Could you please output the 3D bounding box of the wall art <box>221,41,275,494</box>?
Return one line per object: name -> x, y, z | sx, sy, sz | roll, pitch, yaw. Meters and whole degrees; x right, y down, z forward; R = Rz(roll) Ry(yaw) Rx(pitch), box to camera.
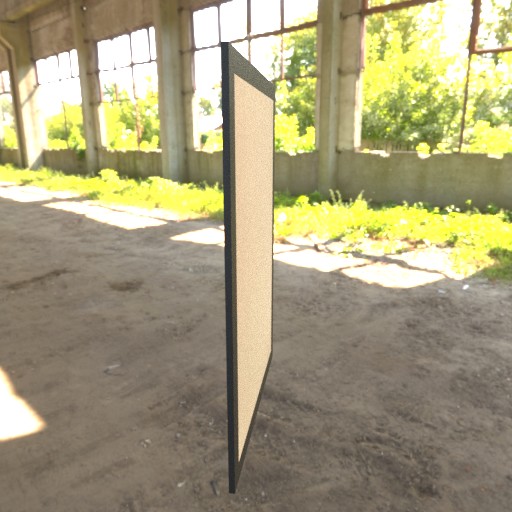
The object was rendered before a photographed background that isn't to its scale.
wall art -> 0.000, 0.000, 0.680 | 0.008, 0.530, 0.379 | 2, 15, 9
